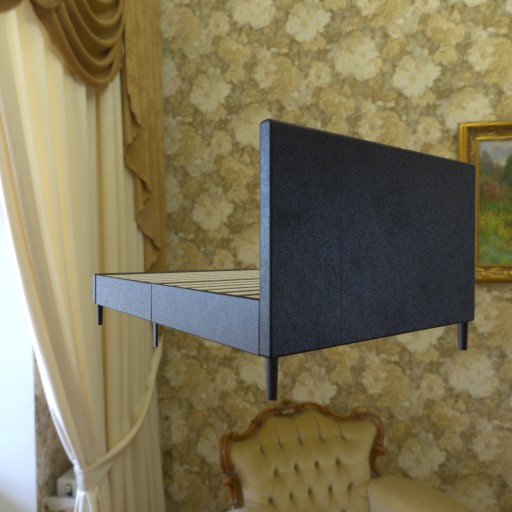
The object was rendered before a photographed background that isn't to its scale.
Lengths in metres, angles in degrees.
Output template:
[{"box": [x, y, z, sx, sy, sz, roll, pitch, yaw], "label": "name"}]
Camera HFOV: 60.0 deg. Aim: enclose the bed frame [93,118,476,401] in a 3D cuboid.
[{"box": [0.000, 0.000, 2.909, 1.469, 1.046, 2.152, -1, 1, -37], "label": "bed frame"}]
